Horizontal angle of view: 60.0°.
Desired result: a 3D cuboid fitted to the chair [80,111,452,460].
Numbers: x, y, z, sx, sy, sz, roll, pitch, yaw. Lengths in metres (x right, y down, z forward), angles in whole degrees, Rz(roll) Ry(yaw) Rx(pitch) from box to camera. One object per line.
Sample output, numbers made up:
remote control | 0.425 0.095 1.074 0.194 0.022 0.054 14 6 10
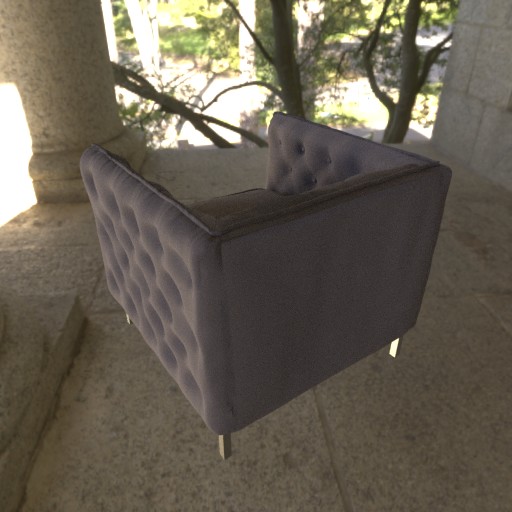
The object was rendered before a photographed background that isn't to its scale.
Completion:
chair | 0.000 0.000 1.654 0.946 0.807 0.913 -19 36 -29
